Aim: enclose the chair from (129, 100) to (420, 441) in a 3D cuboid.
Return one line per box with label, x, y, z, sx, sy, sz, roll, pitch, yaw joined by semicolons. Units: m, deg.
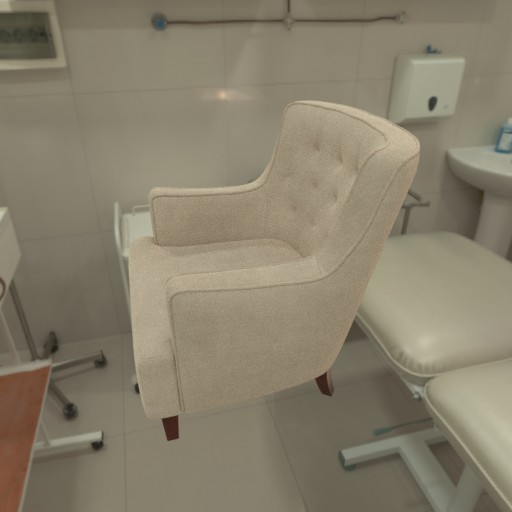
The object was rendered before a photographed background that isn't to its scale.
chair;0.000;0.000;1.589;0.910;0.920;0.781;-8;31;-13
